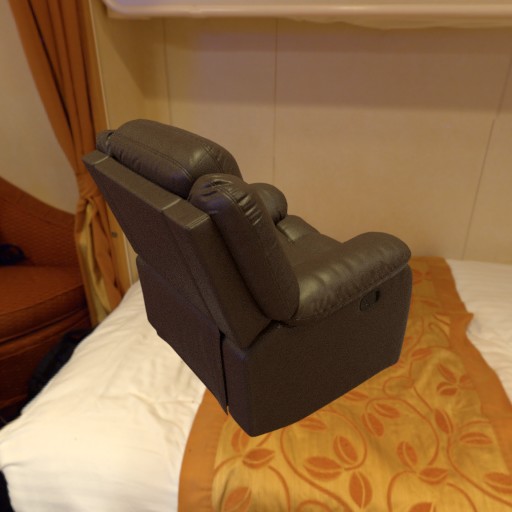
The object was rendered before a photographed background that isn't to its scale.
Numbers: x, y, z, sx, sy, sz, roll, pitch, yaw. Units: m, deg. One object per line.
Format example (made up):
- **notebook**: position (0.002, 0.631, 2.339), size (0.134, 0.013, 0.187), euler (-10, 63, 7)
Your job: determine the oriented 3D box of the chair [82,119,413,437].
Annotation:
- **chair**: position (0.000, 0.000, 1.655), size (0.934, 1.009, 0.899), euler (-18, 32, -32)
